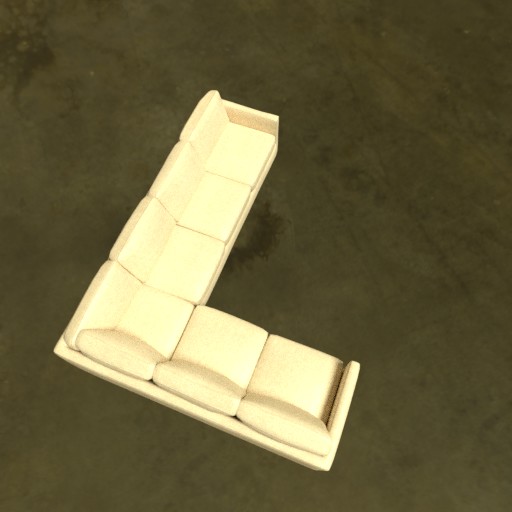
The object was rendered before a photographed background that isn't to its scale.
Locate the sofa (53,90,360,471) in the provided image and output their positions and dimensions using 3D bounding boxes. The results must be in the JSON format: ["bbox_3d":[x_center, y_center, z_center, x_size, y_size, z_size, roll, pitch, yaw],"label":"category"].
[{"bbox_3d":[0.000,0.000,4.540,2.593,0.947,3.302,20,66,9],"label":"sofa"}]
